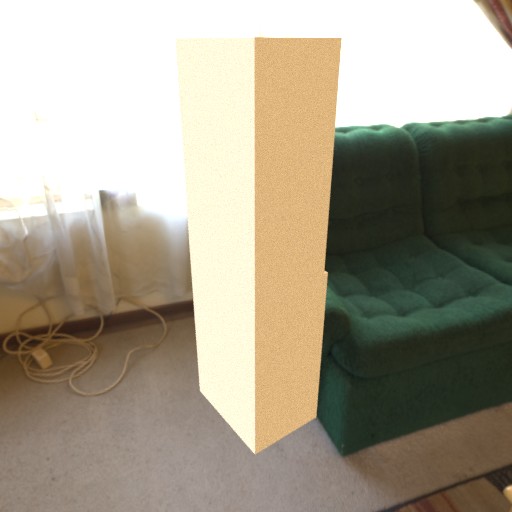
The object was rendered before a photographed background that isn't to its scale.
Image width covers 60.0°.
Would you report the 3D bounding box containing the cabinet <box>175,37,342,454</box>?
[{"bbox_3d":[0.000,0.000,1.528,0.300,1.350,0.400,-18,31,-32],"label":"cabinet"}]
